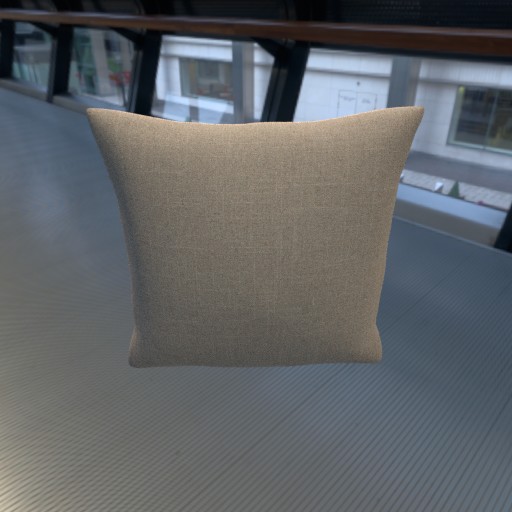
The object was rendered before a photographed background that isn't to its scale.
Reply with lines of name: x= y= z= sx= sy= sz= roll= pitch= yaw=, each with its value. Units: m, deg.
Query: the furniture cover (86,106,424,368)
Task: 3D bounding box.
furniture cover: x=0.000 y=0.000 z=0.779 sx=0.512 sy=0.506 sz=0.178 roll=-1 pitch=29 yaw=-1
